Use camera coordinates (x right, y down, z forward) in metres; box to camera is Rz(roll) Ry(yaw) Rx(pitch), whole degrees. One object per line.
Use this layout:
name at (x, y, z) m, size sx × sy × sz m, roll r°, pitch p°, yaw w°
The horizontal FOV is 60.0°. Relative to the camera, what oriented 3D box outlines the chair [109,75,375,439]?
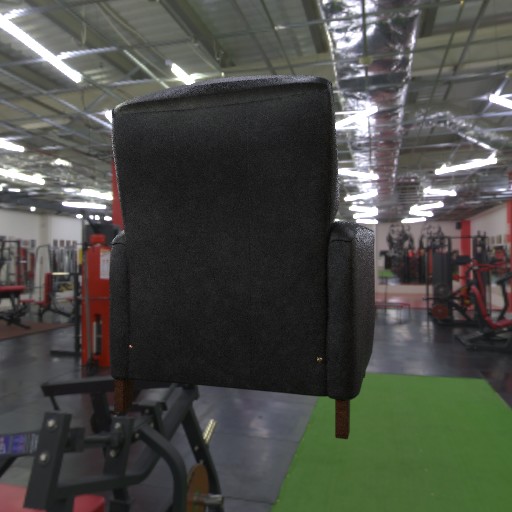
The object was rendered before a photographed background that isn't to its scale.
chair at (0.000, 0.000, 1.657) m, size 0.848 × 1.014 × 0.864 m, roll 0°, pitch -1°, yaw 18°
